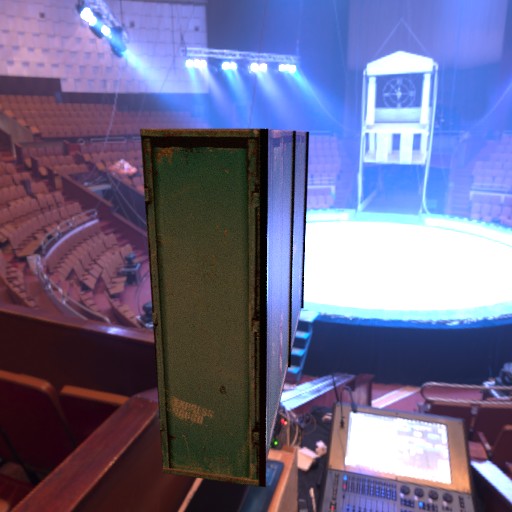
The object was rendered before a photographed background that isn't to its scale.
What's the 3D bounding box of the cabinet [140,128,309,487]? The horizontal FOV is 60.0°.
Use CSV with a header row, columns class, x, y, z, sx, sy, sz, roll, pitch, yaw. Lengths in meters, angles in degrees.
class,x,y,z,sx,sy,sz,roll,pitch,yaw
cabinet,0.000,0.000,3.969,0.680,2.160,3.001,3,16,10
